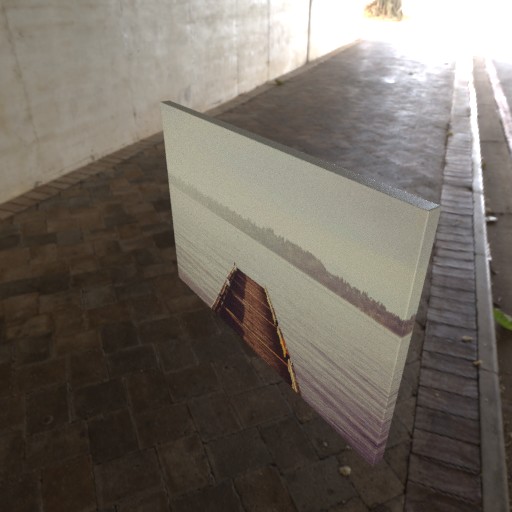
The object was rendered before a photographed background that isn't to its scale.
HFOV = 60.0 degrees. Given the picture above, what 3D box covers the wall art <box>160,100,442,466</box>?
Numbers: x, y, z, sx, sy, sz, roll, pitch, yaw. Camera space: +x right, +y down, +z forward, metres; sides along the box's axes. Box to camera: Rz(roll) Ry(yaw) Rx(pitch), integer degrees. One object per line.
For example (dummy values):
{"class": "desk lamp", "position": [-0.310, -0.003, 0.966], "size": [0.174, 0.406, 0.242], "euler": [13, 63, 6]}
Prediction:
{"class": "wall art", "position": [0.000, 0.000, 0.760], "size": [0.021, 0.410, 0.615], "euler": [-20, 36, -30]}
